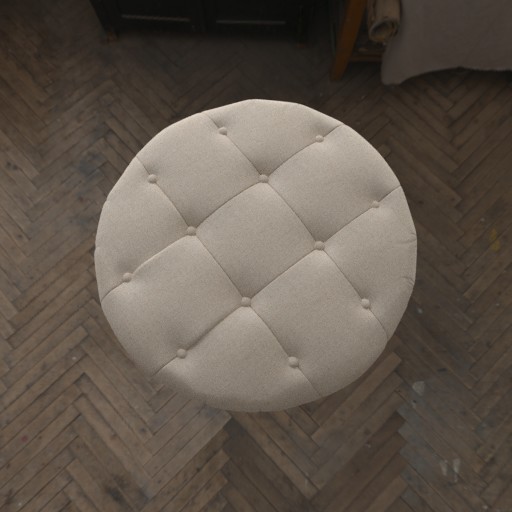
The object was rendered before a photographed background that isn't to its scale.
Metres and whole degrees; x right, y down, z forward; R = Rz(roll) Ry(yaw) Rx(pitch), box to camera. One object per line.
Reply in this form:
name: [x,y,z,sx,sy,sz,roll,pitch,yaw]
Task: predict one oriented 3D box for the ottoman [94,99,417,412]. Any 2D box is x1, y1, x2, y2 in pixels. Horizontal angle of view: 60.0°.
ottoman: [0.000,0.000,1.436,0.940,0.483,0.940,0,77,0]
